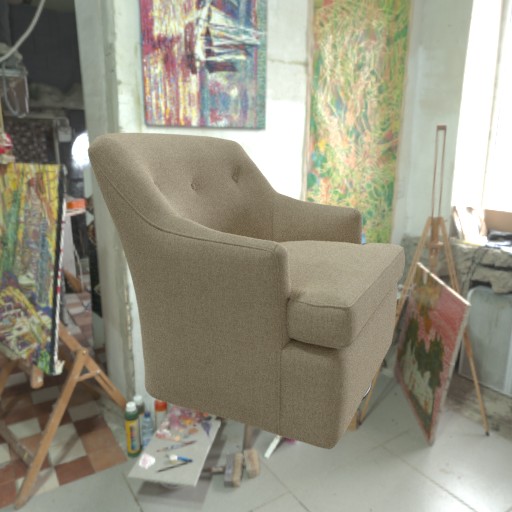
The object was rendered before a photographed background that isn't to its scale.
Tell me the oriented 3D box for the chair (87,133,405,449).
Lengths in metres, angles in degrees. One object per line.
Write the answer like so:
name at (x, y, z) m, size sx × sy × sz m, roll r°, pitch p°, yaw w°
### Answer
chair at (0.000, 0.000, 1.584) m, size 0.923 × 0.856 × 0.864 m, roll 7°, pitch 15°, yaw 27°
